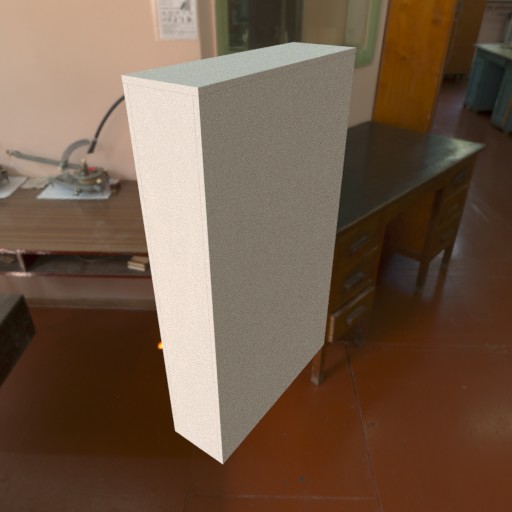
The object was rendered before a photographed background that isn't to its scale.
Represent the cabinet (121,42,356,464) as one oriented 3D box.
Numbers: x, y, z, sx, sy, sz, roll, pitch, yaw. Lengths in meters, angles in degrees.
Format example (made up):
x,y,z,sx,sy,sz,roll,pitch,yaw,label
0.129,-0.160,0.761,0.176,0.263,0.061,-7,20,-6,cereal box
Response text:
x,y,z,sx,sy,sz,roll,pitch,yaw,label
0.000,0.000,1.558,0.250,1.280,0.750,21,38,30,cabinet
